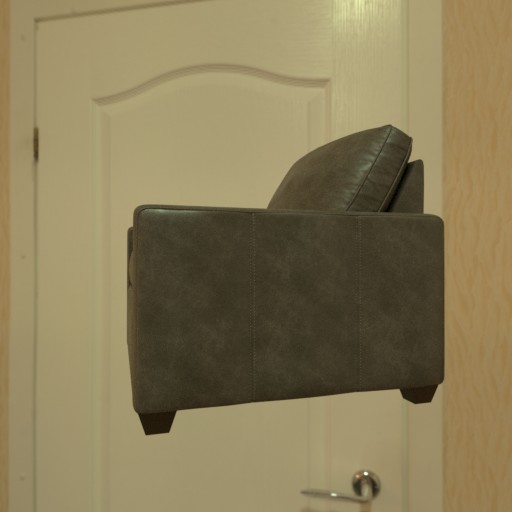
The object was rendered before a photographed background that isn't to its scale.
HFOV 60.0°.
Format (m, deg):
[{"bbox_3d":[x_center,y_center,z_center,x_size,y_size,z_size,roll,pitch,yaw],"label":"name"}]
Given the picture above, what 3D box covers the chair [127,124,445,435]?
[{"bbox_3d":[0.000,0.000,1.700,0.939,0.916,1.006,0,0,-17],"label":"chair"}]
